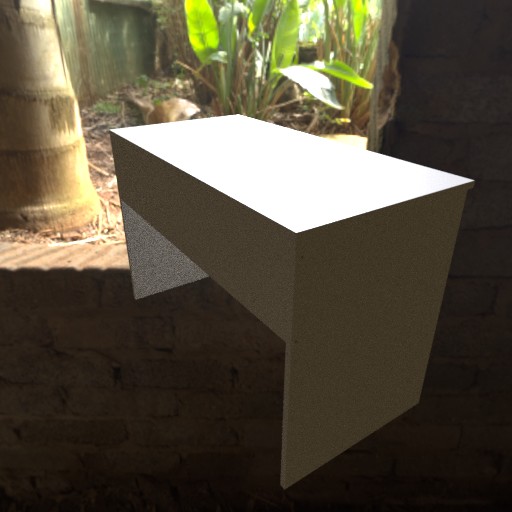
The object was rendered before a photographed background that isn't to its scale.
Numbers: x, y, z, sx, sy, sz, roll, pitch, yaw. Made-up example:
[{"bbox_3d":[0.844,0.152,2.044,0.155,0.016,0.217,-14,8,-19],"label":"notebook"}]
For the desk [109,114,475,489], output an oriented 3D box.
[{"bbox_3d":[0.000,0.000,1.524,0.560,0.730,1.100,-17,32,-30],"label":"desk"}]
